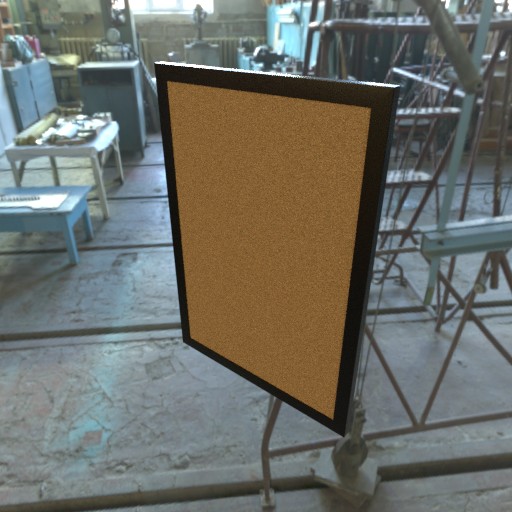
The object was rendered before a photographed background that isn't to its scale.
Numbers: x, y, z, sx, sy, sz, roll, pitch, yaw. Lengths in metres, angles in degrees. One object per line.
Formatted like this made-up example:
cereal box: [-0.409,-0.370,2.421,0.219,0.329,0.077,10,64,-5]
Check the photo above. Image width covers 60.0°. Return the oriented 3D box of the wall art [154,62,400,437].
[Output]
wall art: [0.000,0.000,0.850,0.462,0.656,0.019,21,36,33]
